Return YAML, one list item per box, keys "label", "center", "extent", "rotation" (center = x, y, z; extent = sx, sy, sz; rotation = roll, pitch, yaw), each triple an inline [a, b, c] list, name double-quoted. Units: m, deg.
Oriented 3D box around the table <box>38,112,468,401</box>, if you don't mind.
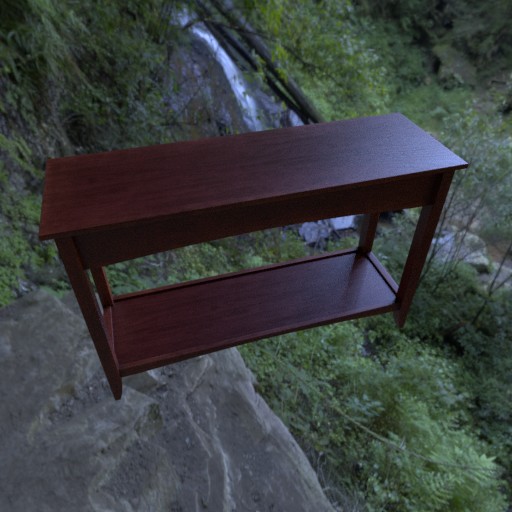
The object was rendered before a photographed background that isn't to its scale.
- label: "table"
  center: [0.000, 0.000, 1.551]
  extent: [1.188, 0.739, 0.392]
  rotation: [-11, 42, -13]
